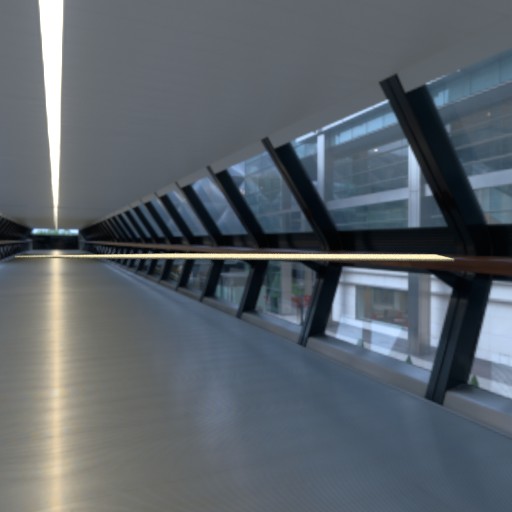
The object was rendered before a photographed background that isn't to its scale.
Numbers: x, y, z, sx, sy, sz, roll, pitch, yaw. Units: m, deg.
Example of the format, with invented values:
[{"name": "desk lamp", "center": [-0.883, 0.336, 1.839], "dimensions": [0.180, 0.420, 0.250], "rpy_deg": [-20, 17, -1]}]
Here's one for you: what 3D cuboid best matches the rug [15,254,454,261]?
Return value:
[{"name": "rug", "center": [0.000, 0.000, 4.117], "dimensions": [3.204, 0.016, 2.452], "rpy_deg": [0, 1, 20]}]
